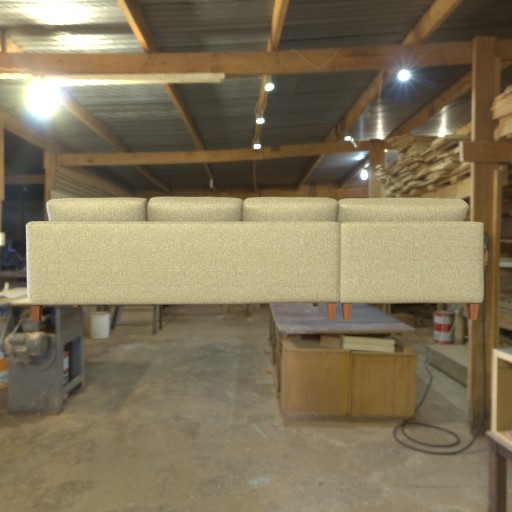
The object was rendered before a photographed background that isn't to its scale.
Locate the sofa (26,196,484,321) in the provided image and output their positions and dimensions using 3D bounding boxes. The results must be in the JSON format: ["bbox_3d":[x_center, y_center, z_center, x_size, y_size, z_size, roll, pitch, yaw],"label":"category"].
[{"bbox_3d":[0.000,0.000,3.781,3.201,0.876,1.502,0,1,-1],"label":"sofa"}]
